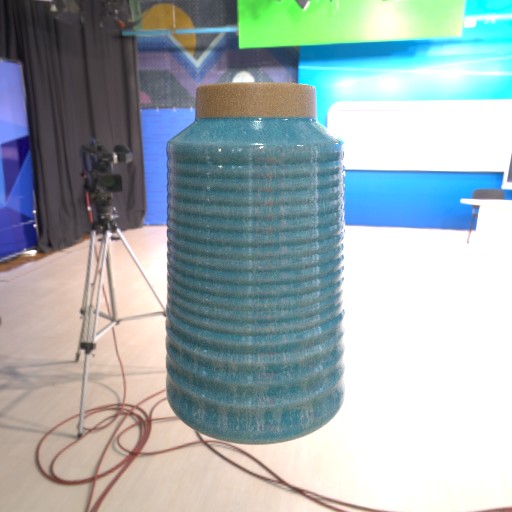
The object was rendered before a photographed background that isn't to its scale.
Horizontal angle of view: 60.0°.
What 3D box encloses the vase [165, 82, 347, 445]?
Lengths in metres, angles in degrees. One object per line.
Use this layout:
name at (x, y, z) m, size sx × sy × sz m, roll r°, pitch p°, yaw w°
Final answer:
vase at (0.000, 0.000, 0.374) m, size 0.163 × 0.267 × 0.163 m, roll 0°, pitch 17°, yaw 0°
